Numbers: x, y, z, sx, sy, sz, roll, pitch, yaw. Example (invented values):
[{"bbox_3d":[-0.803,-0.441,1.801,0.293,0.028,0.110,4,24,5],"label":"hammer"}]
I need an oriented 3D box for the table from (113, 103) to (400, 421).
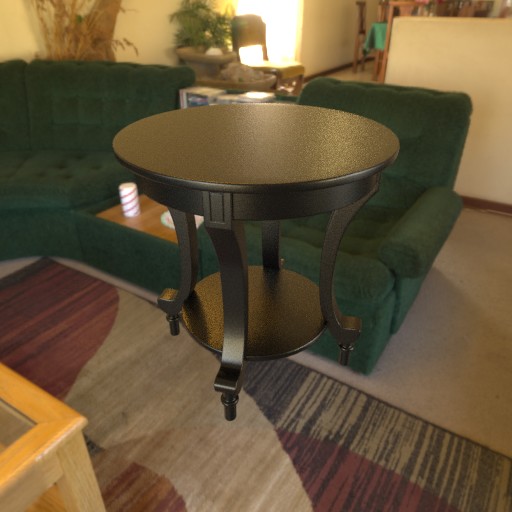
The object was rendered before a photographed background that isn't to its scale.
[{"bbox_3d":[0.000,0.000,1.112,0.597,0.618,0.597,0,31,0],"label":"table"}]
